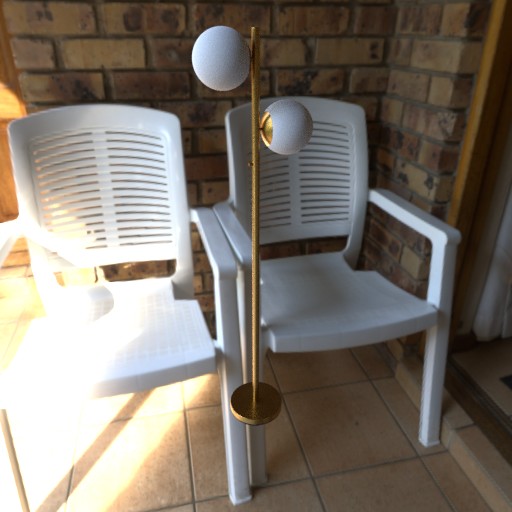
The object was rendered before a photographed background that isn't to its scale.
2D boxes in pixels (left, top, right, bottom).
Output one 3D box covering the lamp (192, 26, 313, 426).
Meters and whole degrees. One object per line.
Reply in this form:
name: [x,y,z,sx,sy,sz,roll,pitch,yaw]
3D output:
lamp: [0.000,0.000,1.782,0.419,1.641,0.249,-9,28,-16]
